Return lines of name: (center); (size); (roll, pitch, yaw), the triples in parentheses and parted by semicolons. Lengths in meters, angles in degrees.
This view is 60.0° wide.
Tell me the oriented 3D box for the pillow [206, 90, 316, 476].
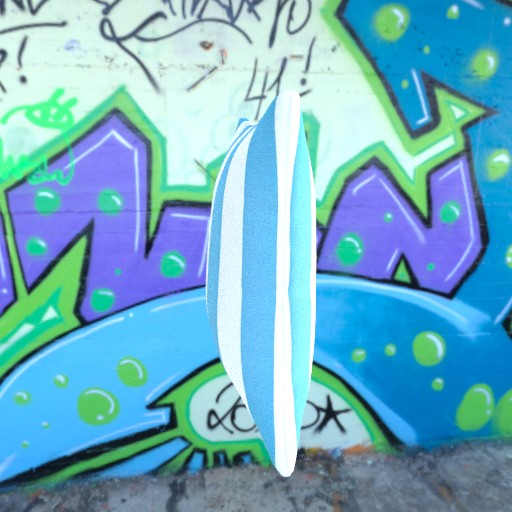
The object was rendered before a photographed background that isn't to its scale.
pillow: (0.000, 0.000, 0.824); (0.189, 0.526, 0.536); (-2, 14, -9)
